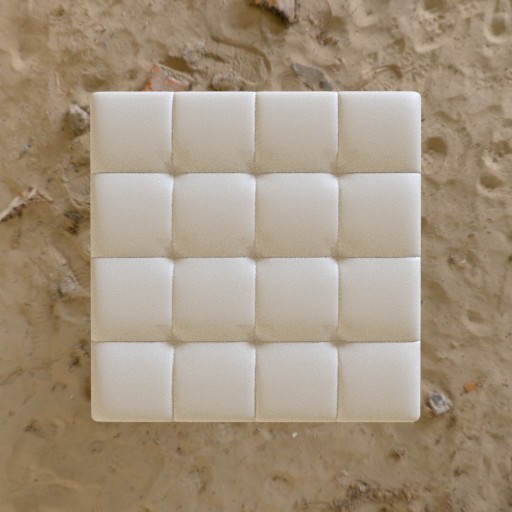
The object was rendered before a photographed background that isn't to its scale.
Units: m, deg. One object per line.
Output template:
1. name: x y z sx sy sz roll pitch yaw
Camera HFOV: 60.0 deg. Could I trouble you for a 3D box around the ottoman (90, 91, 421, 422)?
1. ottoman: 0.000 0.000 0.763 0.425 0.432 0.425 0 90 0
